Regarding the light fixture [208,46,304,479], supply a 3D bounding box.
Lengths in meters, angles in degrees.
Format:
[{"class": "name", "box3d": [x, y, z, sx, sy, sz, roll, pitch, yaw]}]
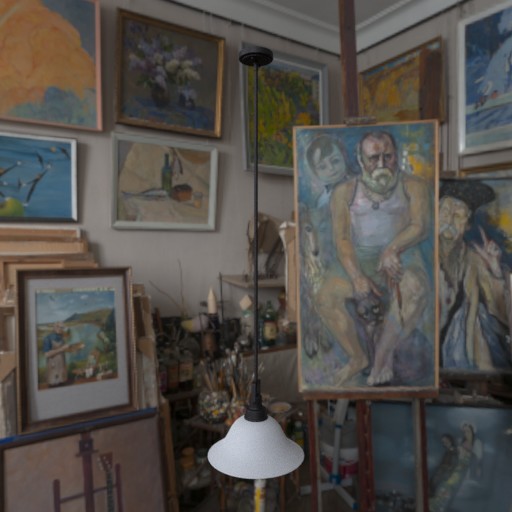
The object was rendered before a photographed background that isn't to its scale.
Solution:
[{"class": "light fixture", "box3d": [0.000, 0.000, 1.481, 0.324, 1.337, 0.324, 0, 1, 18]}]
